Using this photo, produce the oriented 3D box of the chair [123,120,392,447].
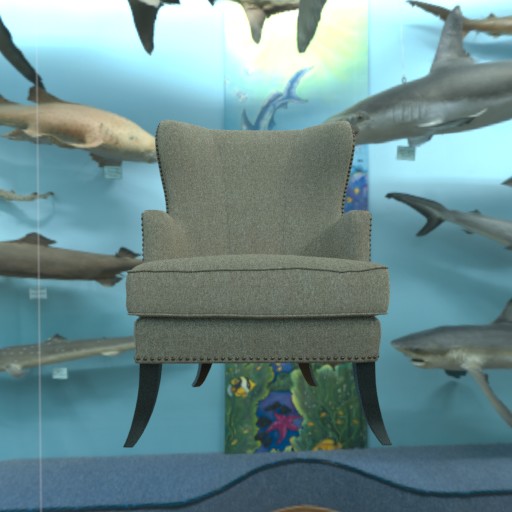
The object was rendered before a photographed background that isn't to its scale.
[{"bbox_3d":[0.000,0.000,1.587,0.759,1.060,0.758,0,1,-1],"label":"chair"}]
